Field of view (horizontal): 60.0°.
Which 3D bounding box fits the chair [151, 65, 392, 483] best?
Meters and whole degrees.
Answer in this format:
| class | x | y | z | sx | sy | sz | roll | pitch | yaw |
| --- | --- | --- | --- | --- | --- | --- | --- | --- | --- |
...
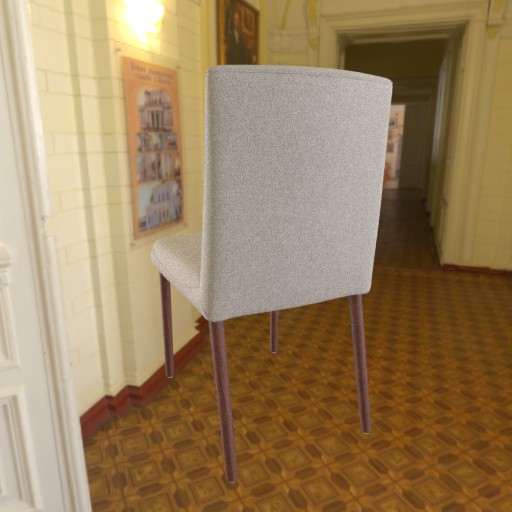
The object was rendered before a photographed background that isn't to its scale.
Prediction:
| class | x | y | z | sx | sy | sz | roll | pitch | yaw |
| --- | --- | --- | --- | --- | --- | --- | --- | --- | --- |
| chair | 0.000 | 0.000 | 1.176 | 0.456 | 0.859 | 0.570 | -7 | 16 | -25 |
